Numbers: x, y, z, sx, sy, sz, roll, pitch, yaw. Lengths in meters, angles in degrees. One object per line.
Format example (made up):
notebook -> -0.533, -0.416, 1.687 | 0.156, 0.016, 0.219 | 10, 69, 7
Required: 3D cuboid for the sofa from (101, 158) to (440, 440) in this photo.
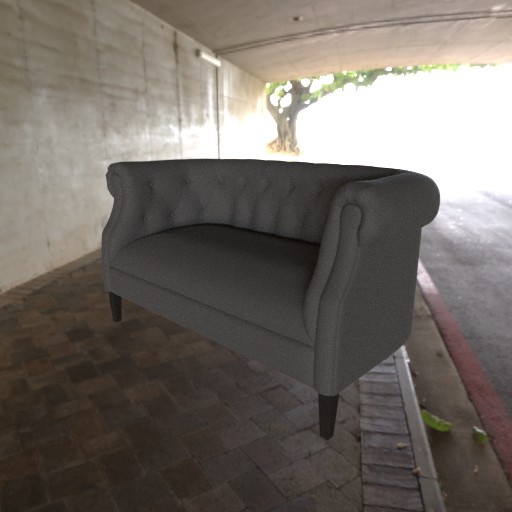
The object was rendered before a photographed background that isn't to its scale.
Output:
sofa -> 0.000, 0.000, 2.049 | 1.558, 0.827, 0.835 | 14, 21, 42
